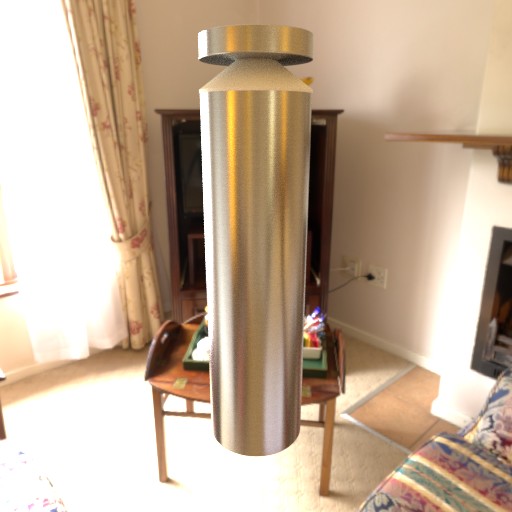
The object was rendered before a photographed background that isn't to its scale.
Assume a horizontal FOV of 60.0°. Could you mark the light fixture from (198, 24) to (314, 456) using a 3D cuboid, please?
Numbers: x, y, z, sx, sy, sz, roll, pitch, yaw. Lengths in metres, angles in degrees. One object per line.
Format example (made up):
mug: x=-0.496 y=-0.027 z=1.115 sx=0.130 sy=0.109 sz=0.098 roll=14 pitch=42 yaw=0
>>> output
light fixture: x=0.000 y=0.000 z=0.444 sx=0.102 sy=0.400 sz=0.102 roll=3 pitch=17 yaw=8
